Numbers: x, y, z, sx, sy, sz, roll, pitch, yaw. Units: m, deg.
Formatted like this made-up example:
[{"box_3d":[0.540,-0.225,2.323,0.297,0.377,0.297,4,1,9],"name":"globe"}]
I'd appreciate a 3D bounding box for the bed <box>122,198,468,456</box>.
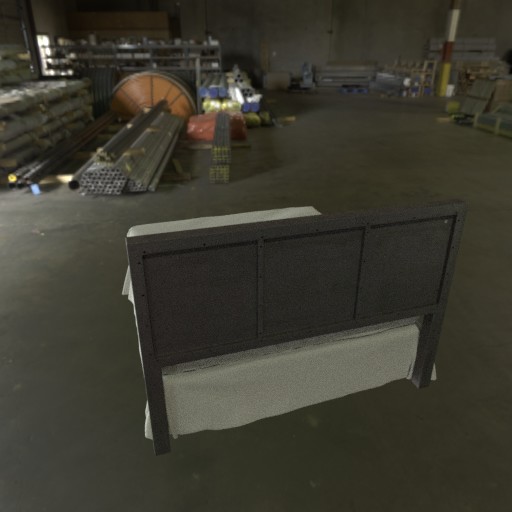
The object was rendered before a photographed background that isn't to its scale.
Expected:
[{"box_3d":[0.000,0.000,2.931,1.772,1.142,1.785,-8,26,-16],"name":"bed"}]
